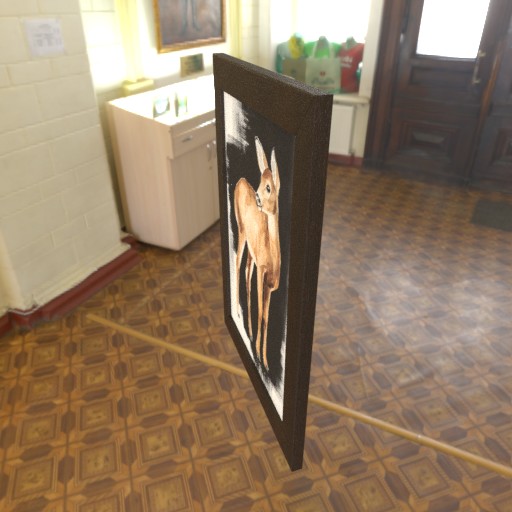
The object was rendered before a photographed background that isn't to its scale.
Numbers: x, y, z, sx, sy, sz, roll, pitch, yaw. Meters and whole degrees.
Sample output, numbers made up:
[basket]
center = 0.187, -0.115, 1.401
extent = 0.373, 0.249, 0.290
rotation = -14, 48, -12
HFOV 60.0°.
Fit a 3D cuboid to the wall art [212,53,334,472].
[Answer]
[wall art]
center = 0.000, 0.000, 0.652
extent = 0.017, 0.513, 0.359
rotation = -10, 31, -16
